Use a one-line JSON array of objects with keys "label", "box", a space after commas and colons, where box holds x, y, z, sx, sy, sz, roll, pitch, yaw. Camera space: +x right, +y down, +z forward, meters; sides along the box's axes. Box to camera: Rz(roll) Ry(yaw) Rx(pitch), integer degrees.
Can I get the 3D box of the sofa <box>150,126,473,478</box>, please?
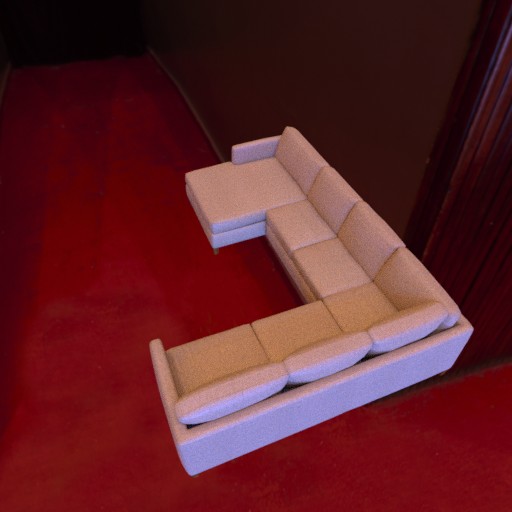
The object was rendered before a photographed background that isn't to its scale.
[{"label": "sofa", "box": [0.000, 0.000, 4.643, 2.594, 0.961, 3.460, -16, 48, -15]}]
